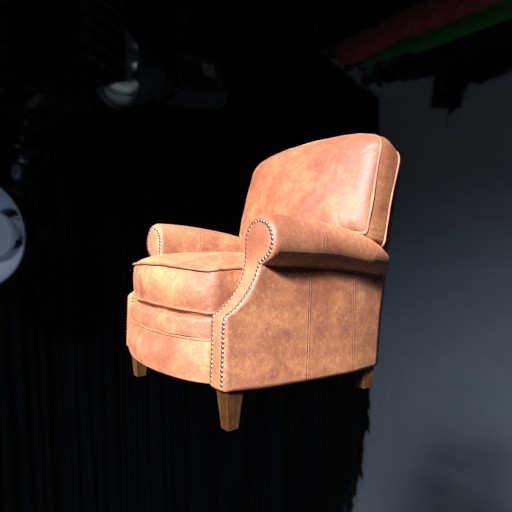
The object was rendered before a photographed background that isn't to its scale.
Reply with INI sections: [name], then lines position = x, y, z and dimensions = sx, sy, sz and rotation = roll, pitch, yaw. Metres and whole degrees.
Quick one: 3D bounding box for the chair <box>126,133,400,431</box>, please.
[chair]
position = 0.000, 0.000, 1.816
dimensions = 0.986, 1.018, 0.936
rotation = -1, 1, -37
